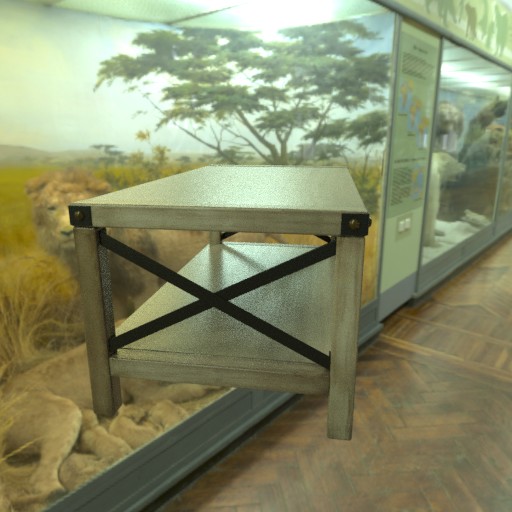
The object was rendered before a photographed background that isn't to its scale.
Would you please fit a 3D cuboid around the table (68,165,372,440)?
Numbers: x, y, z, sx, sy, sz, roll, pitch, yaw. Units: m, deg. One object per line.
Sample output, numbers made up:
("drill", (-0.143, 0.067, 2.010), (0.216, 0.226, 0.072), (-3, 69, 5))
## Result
("table", (0.000, 0.000, 1.315), (0.559, 0.456, 1.016), (3, 16, 9))
